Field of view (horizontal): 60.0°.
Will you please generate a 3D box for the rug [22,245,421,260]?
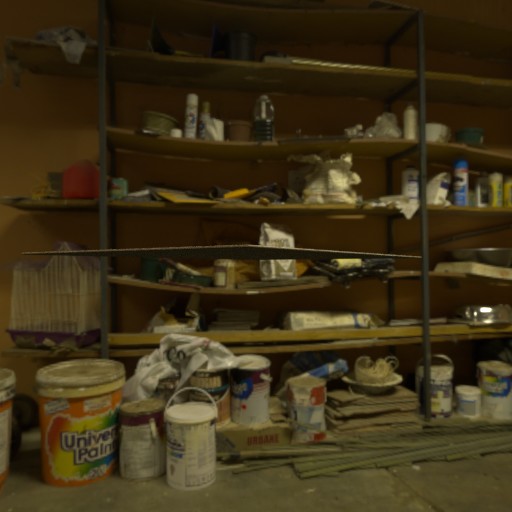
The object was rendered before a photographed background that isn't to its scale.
[{"bbox_3d":[0.000,0.000,2.333,1.219,0.008,1.829,-1,-2,35],"label":"rug"}]
